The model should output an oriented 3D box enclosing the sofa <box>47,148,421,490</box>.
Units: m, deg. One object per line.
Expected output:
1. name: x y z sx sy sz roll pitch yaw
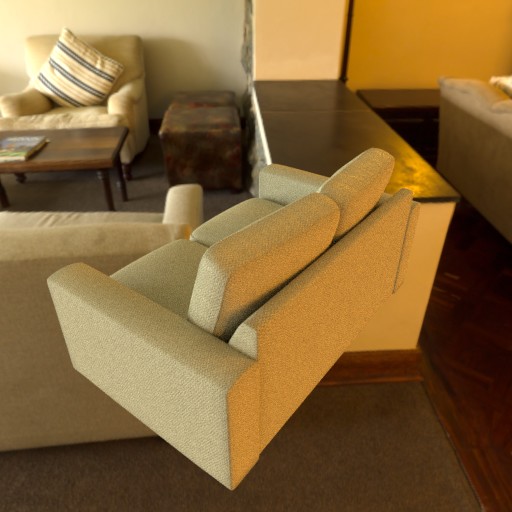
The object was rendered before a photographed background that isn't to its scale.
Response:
1. sofa: 0.000 0.000 2.164 1.016 0.873 1.616 23 39 31
